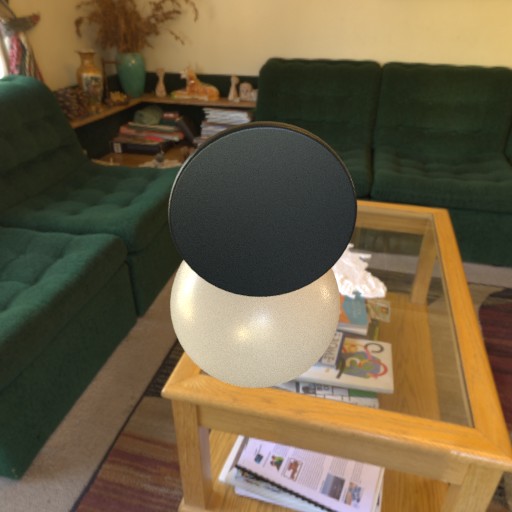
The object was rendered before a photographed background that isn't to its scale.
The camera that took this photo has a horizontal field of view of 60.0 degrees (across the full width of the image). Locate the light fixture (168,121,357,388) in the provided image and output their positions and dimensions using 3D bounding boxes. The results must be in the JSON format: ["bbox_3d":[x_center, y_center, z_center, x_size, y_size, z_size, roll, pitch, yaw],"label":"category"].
[{"bbox_3d":[0.000,0.000,0.472,0.197,0.332,0.230,-1,30,-2],"label":"light fixture"}]
